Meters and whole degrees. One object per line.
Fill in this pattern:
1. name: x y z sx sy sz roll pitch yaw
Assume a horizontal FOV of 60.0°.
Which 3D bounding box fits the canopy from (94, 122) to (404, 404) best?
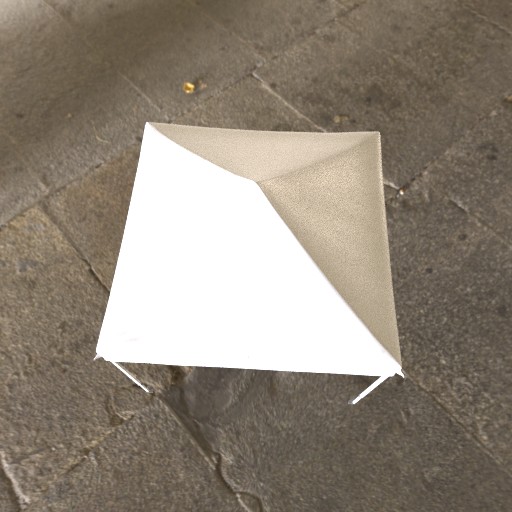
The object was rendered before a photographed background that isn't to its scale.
1. canopy: 0.000 0.000 5.437 2.994 2.998 2.996 3 63 1
